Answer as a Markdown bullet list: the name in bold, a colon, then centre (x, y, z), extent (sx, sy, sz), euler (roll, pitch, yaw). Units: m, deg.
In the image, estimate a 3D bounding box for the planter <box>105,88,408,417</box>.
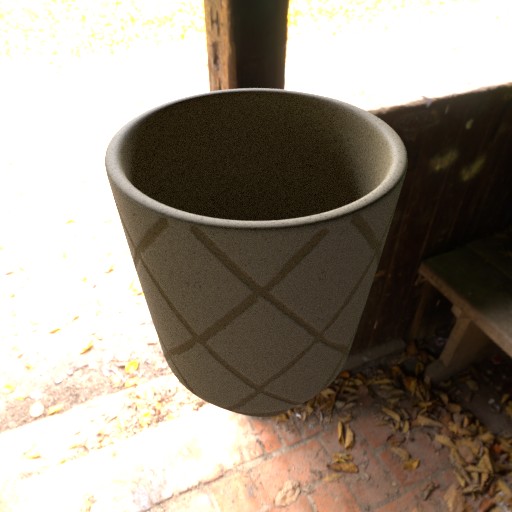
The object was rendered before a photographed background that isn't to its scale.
- **planter**: centre (0.000, 0.000, 0.418), extent (0.228, 0.235, 0.228), euler (0, 40, 0)
